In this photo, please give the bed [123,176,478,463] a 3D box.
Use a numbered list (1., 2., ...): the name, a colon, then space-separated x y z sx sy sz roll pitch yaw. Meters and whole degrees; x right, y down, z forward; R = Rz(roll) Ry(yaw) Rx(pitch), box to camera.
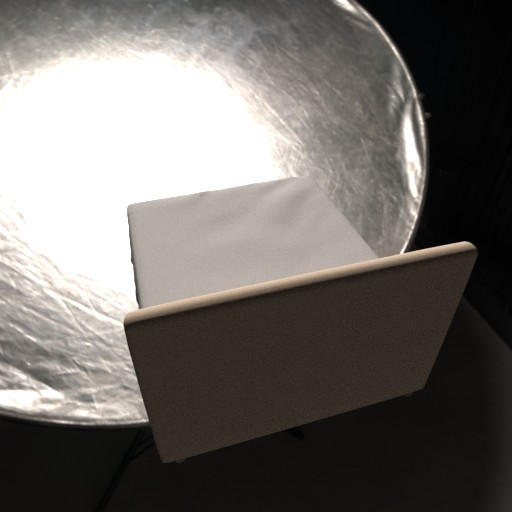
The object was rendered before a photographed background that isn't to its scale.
1. bed: 0.000 0.000 3.281 1.884 1.330 2.142 -11 41 -13
